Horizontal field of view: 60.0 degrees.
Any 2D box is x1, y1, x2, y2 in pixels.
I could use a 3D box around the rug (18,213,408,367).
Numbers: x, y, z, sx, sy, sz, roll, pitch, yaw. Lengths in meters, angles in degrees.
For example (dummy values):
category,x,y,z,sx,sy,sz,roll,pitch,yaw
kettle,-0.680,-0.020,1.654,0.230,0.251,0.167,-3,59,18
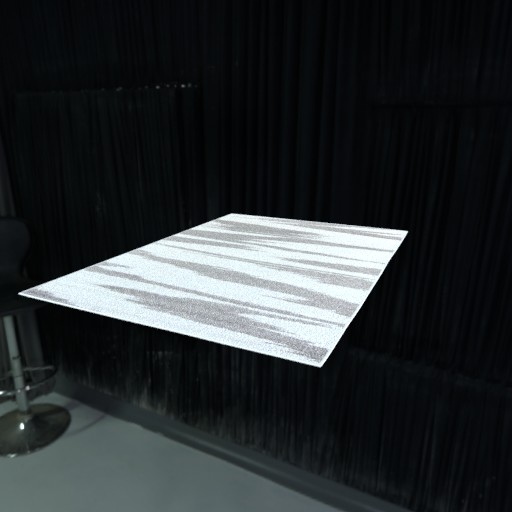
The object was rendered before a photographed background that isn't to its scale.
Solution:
category,x,y,z,sx,sy,sz,roll,pitch,yaw
rug,0.000,0.000,2.749,1.533,0.010,2.142,8,19,25
